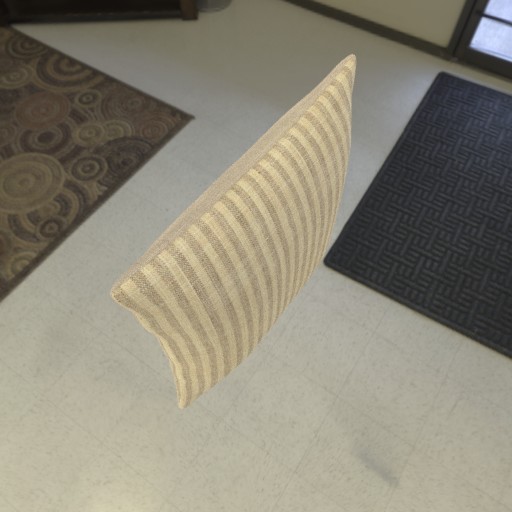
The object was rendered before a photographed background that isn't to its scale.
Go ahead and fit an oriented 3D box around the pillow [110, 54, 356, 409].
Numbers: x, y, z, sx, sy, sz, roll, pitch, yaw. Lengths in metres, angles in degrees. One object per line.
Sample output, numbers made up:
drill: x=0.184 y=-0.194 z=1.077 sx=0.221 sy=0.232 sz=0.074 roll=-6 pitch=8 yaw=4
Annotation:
pillow: x=0.000 y=0.000 z=0.795 sx=0.166 sy=0.510 sz=0.523 roll=33 pitch=64 yaw=18
